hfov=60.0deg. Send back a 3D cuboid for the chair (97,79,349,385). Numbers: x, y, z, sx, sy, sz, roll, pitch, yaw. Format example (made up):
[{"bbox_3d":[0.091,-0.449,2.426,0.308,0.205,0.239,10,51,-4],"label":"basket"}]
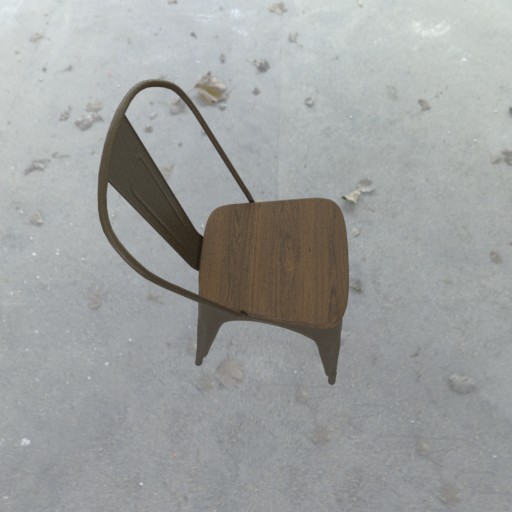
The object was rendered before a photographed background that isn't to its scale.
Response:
[{"bbox_3d":[0.000,0.000,1.145,0.532,0.844,0.451,3,62,2],"label":"chair"}]
